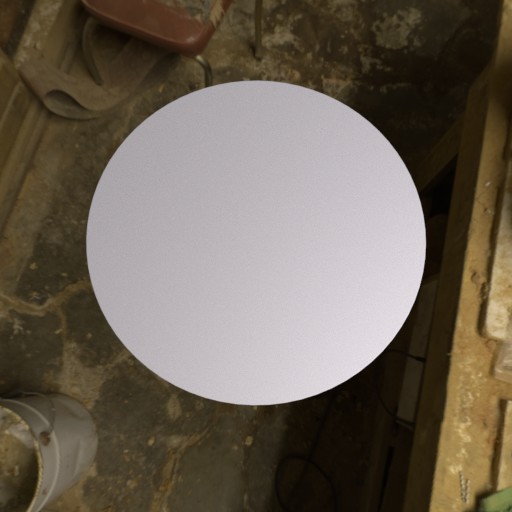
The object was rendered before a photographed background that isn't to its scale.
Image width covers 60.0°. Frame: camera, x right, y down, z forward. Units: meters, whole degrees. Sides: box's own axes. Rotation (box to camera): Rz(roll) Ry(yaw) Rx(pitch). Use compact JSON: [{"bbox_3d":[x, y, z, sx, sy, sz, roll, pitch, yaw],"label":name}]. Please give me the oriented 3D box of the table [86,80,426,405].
[{"bbox_3d":[0.000,0.000,0.982,0.600,0.405,0.600,0,75,0],"label":"table"}]
